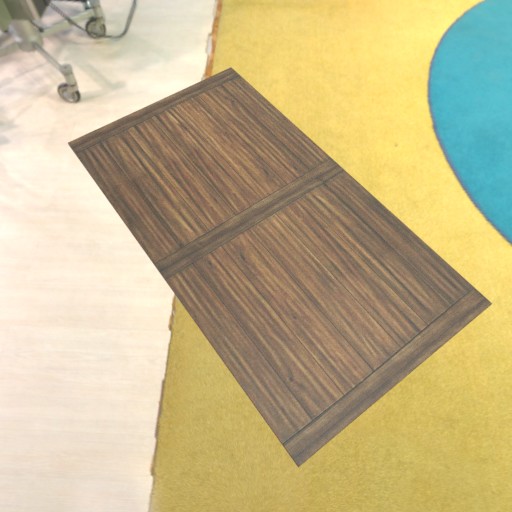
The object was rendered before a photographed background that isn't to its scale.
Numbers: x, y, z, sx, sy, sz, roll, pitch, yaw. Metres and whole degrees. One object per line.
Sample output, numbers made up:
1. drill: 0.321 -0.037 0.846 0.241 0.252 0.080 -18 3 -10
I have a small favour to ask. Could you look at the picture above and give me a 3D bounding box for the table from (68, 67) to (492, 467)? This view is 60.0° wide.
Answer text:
1. table: 0.000 0.000 2.485 1.071 0.793 1.966 -32 64 -18
